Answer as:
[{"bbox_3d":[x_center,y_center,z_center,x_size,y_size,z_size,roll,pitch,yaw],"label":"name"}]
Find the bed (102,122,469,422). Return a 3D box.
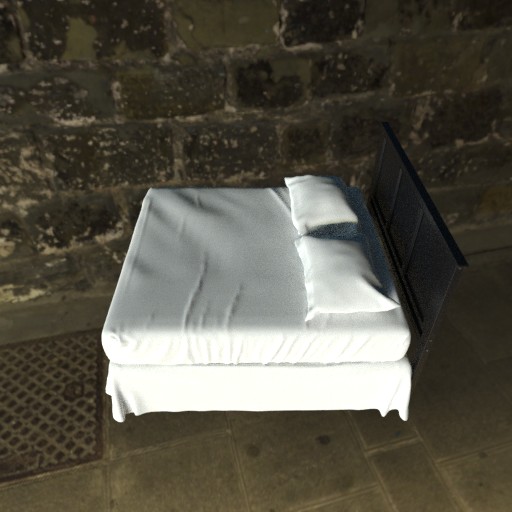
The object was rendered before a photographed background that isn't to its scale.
[{"bbox_3d":[0.000,0.000,3.156,2.050,1.270,1.870,0,40,0],"label":"bed"}]
